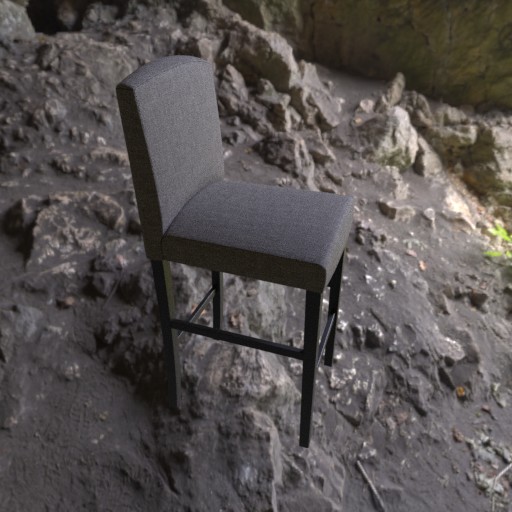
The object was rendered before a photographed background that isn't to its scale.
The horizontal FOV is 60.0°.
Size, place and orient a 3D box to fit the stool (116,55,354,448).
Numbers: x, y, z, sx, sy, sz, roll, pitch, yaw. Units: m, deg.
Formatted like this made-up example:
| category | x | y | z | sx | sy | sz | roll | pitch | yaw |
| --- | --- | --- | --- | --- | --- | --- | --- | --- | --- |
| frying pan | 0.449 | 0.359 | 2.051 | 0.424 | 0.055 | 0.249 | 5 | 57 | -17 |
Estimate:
| category | x | y | z | sx | sy | sz | roll | pitch | yaw |
| --- | --- | --- | --- | --- | --- | --- | --- | --- | --- |
| stool | 0.000 | 0.000 | 1.402 | 0.552 | 1.138 | 0.451 | 10 | 32 | 17 |
